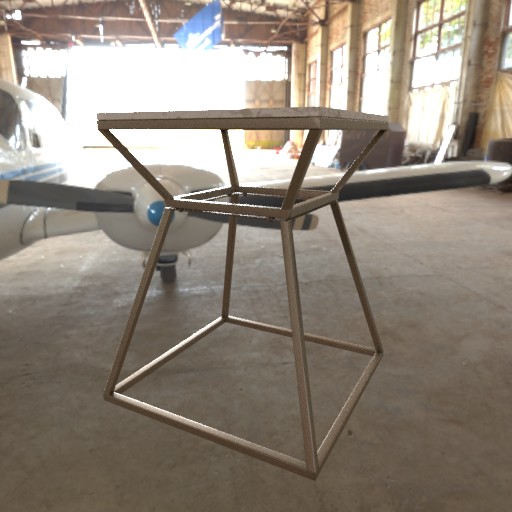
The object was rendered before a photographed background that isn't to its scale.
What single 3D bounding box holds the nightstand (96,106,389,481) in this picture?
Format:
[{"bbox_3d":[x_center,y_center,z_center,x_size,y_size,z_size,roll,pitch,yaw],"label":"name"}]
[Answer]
[{"bbox_3d":[0.000,0.000,0.909,0.455,0.554,0.455,8,18,27],"label":"nightstand"}]
